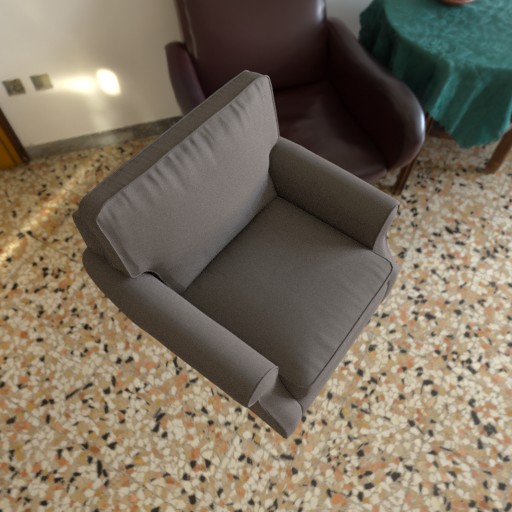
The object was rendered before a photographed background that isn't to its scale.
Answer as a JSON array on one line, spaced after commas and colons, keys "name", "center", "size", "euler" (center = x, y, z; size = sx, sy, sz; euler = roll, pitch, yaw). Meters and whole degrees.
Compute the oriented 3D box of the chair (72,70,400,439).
[{"name": "chair", "center": [0.000, 0.000, 1.768], "size": [0.966, 0.967, 1.029], "euler": [33, 63, 19]}]
